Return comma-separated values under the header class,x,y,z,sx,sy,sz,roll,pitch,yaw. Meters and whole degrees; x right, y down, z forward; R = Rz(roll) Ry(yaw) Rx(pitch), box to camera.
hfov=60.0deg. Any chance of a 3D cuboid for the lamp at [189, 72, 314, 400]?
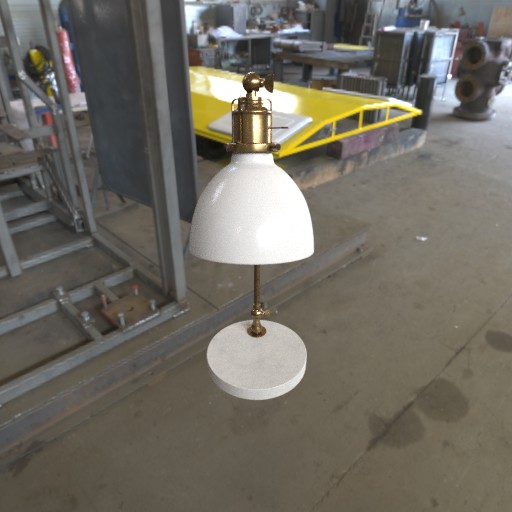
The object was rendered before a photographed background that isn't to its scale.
class,x,y,z,sx,sy,sz,roll,pitch,yaw
lamp,0.000,0.000,0.666,0.186,0.522,0.317,1,31,1
